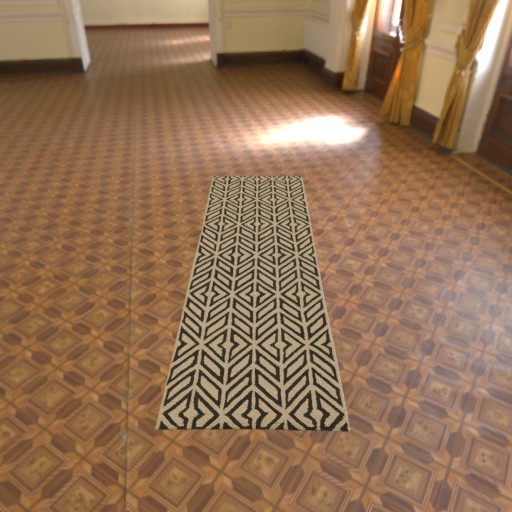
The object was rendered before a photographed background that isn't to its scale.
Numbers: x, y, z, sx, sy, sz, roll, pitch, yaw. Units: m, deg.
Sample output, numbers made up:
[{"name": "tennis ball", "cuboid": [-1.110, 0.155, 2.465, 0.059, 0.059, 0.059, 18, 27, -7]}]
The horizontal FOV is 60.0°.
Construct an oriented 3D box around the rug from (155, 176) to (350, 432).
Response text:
[{"name": "rug", "cuboid": [0.000, 0.000, 2.715, 0.750, 0.009, 2.435, 0, 33, 1]}]
